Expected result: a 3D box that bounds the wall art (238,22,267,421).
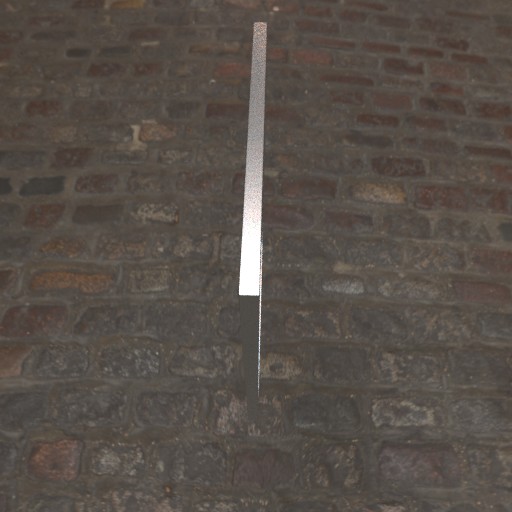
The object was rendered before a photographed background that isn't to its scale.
[{"bbox_3d":[0.000,0.000,1.416,0.037,1.062,0.801,1,59,1],"label":"wall art"}]
